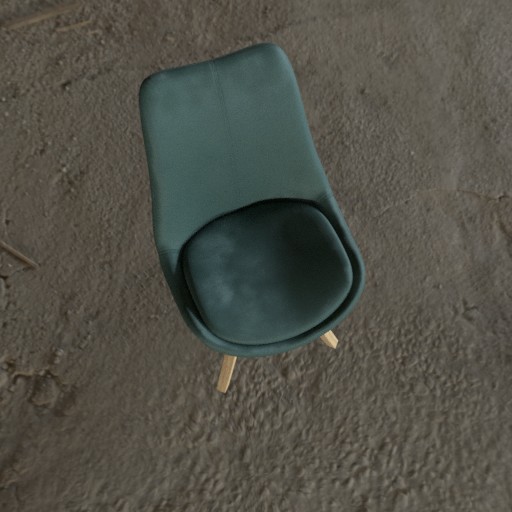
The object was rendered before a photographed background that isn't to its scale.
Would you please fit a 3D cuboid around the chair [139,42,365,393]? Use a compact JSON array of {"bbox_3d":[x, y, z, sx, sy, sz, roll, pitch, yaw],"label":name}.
[{"bbox_3d":[0.000,0.000,1.187,0.483,0.865,0.547,-19,65,-9],"label":"chair"}]
